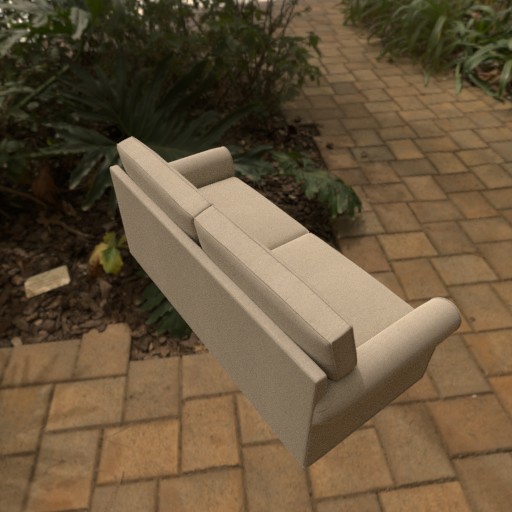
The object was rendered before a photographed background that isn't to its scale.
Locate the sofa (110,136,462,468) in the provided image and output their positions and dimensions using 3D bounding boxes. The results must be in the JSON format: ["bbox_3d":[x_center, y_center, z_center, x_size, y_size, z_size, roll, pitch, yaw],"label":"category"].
[{"bbox_3d":[0.000,0.000,2.637,0.901,0.962,2.146,-25,47,-27],"label":"sofa"}]
